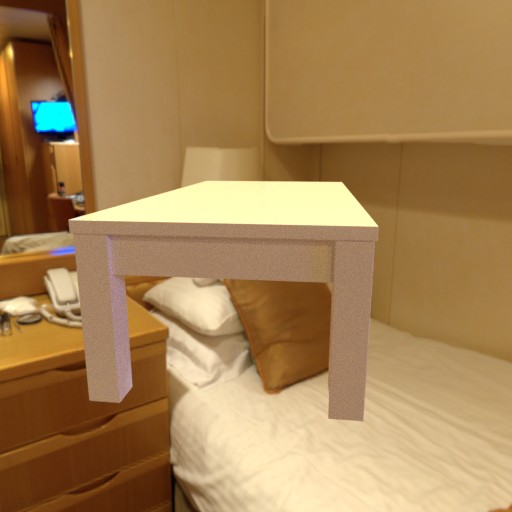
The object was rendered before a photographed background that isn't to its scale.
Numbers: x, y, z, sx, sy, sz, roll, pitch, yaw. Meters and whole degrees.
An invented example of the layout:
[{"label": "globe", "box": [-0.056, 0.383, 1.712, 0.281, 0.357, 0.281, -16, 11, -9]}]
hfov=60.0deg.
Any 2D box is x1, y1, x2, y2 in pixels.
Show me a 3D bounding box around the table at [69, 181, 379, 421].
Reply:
[{"label": "table", "box": [0.000, 0.000, 1.687, 0.700, 0.470, 1.350, 2, 14, 7]}]
